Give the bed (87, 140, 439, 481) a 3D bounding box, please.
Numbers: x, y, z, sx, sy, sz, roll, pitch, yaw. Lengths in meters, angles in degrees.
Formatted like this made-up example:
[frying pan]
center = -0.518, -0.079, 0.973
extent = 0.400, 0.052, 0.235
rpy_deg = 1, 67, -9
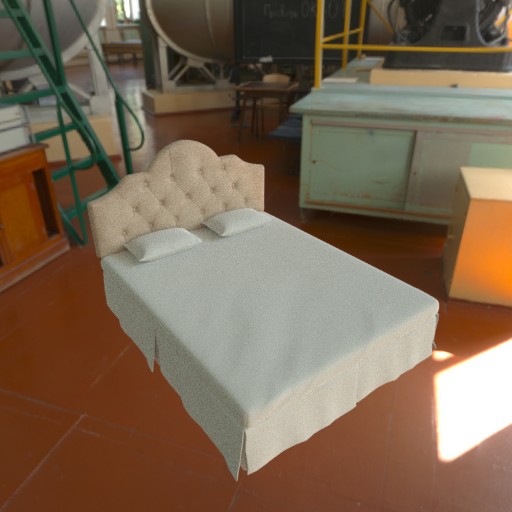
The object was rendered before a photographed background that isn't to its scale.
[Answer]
[bed]
center = 0.000, 0.000, 3.018
extent = 1.667, 1.194, 1.970
rpy_deg = -20, 34, -32
